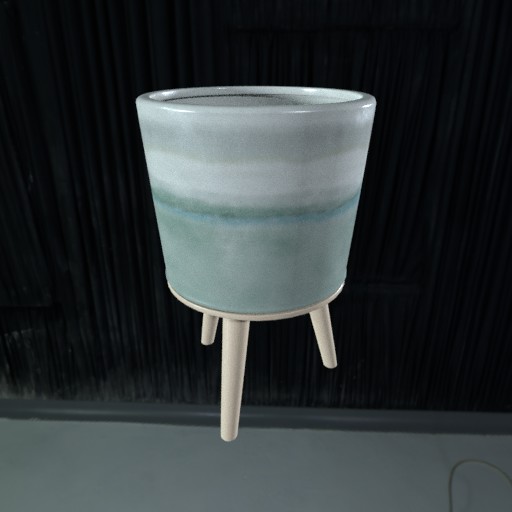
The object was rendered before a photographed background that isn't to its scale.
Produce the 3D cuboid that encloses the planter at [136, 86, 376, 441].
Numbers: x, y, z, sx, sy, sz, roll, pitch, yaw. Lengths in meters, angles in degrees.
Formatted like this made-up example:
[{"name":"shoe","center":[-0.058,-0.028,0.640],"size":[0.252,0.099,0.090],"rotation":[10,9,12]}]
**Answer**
[{"name":"planter","center":[0.000,0.000,0.586],"size":[0.265,0.404,0.265],"rotation":[0,25,0]}]
